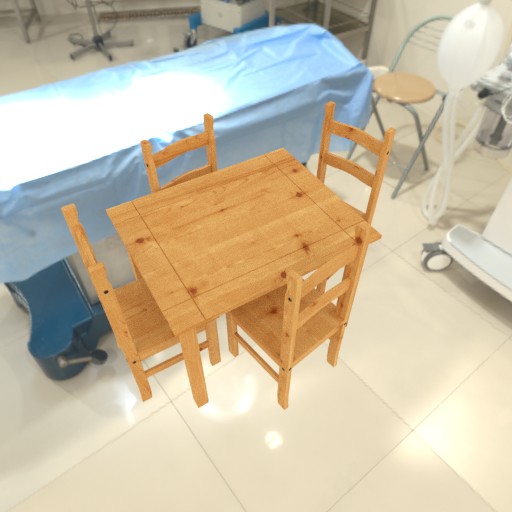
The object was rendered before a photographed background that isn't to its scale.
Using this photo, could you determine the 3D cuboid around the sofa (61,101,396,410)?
[{"bbox_3d":[0.000,0.000,2.227,1.529,1.000,1.144,-24,52,-20],"label":"sofa"}]
